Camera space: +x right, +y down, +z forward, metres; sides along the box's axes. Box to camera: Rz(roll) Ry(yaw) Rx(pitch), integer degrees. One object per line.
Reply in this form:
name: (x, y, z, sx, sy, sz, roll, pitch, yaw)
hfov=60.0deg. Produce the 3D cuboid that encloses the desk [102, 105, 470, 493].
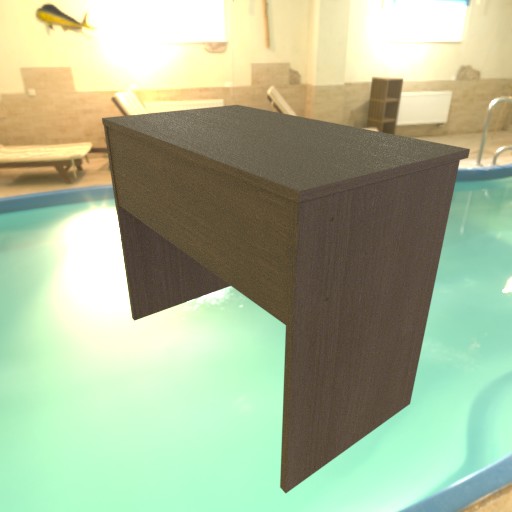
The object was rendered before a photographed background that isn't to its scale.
desk: (0.000, 0.000, 1.312, 0.498, 0.724, 0.893, -18, 32, -32)
